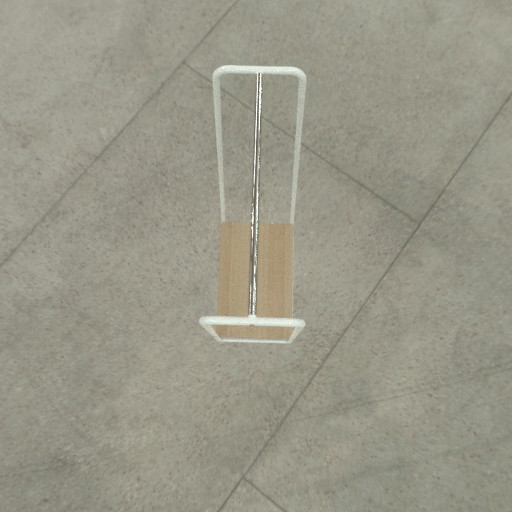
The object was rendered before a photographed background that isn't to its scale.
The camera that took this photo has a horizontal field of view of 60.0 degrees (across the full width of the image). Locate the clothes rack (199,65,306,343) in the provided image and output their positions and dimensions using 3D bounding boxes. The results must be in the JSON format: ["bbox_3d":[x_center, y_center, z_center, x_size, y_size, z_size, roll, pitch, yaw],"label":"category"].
[{"bbox_3d":[0.000,0.000,1.757,0.400,1.500,0.640,2,78,0],"label":"clothes rack"}]
